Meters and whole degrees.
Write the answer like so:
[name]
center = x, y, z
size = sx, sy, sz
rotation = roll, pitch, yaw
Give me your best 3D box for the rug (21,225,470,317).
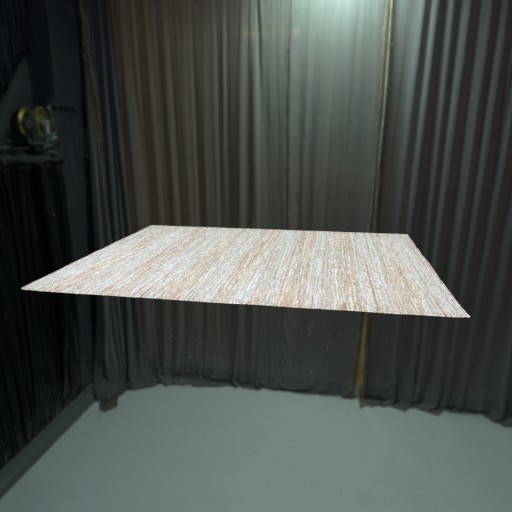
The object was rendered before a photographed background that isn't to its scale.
[rug]
center = 0.000, 0.000, 3.914
size = 2.939, 0.009, 2.313
rotation = 3, 15, 9
